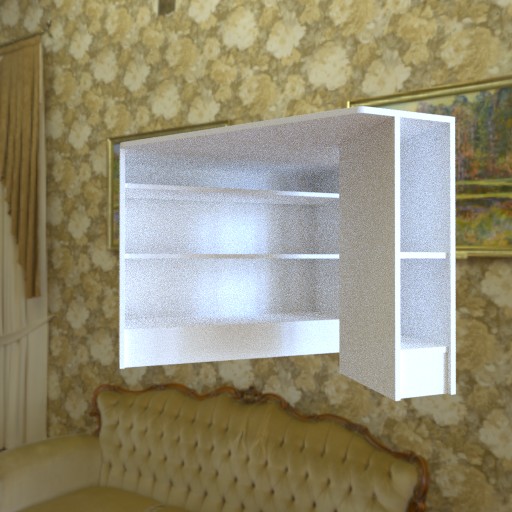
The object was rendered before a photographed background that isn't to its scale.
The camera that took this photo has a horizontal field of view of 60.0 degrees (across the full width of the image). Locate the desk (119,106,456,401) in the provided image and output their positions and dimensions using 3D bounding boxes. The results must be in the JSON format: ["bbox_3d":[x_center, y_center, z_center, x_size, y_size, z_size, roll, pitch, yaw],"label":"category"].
[{"bbox_3d":[0.000,0.000,1.606,0.940,0.818,0.926,0,0,-18],"label":"desk"}]
